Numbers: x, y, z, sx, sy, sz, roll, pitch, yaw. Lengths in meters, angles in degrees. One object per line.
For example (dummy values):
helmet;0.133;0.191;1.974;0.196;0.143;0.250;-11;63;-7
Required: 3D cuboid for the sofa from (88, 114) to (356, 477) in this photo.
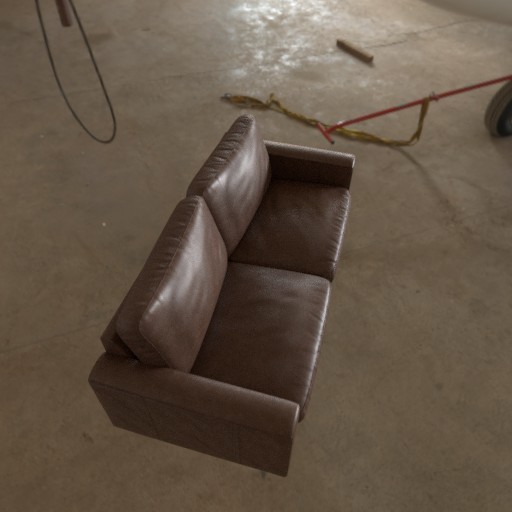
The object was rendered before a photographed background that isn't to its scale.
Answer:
sofa;0.000;0.000;2.756;1.016;0.873;2.179;12;48;11
